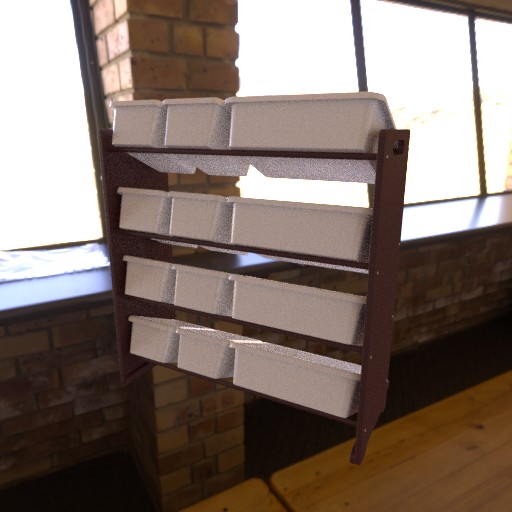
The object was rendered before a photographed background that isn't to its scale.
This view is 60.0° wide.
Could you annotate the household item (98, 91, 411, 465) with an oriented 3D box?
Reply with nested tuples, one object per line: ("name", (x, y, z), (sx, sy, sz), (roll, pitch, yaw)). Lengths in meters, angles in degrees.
("household item", (0.000, 0.000, 1.303), (0.787, 0.864, 0.389), (8, 18, 27))
